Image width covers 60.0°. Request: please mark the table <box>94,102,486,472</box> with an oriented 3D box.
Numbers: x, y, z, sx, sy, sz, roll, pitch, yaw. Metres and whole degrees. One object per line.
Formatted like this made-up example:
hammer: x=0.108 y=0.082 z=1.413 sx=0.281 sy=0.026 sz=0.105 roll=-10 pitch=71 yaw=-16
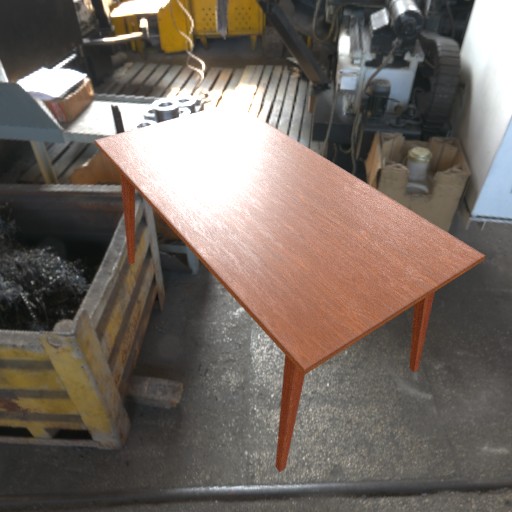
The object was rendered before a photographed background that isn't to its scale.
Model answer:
table: x=0.000 y=0.000 z=2.095 sx=0.811 sy=0.755 sz=1.609 roll=-25 pitch=47 yaw=-25
